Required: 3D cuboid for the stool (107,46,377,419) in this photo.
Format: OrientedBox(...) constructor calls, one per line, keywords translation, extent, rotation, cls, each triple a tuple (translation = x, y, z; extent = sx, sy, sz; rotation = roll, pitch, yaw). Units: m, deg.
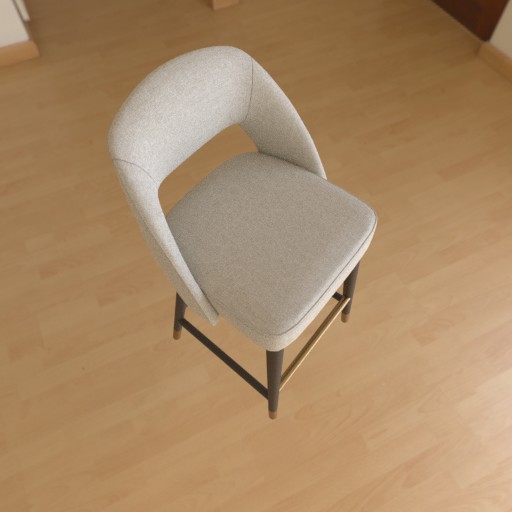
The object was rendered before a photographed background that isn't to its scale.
OrientedBox(translation=(0.000, 0.000, 1.203), extent=(0.509, 0.940, 0.494), rotation=(34, 64, 19), cls="stool")
